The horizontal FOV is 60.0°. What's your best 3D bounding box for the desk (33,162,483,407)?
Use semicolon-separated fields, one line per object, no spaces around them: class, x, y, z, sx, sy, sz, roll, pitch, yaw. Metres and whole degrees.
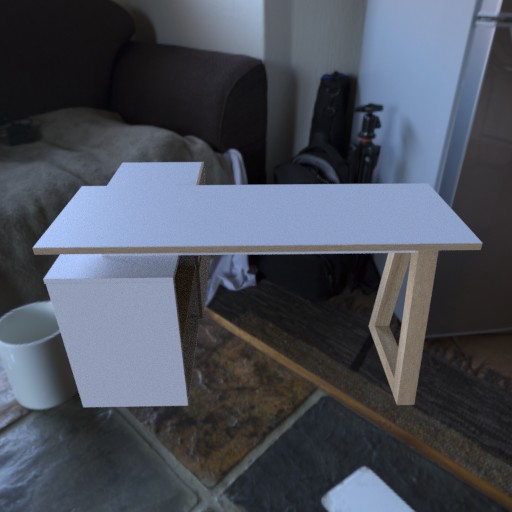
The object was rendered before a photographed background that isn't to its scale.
desk;0.000;0.000;2.045;1.404;0.755;1.098;-1;32;-1
